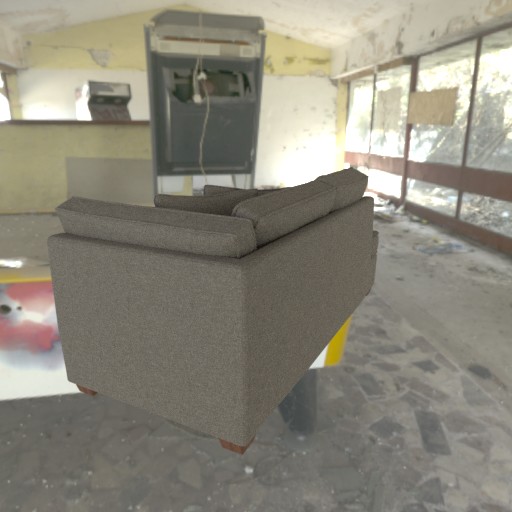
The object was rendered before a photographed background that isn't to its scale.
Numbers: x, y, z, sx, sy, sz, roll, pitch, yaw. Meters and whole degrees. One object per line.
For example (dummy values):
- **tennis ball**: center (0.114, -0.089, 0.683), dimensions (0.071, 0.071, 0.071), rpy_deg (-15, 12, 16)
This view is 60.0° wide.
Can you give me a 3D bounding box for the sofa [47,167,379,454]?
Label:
- **sofa**: center (0.000, 0.000, 2.840), dimensions (1.110, 1.033, 2.237), rpy_deg (8, 18, 27)
